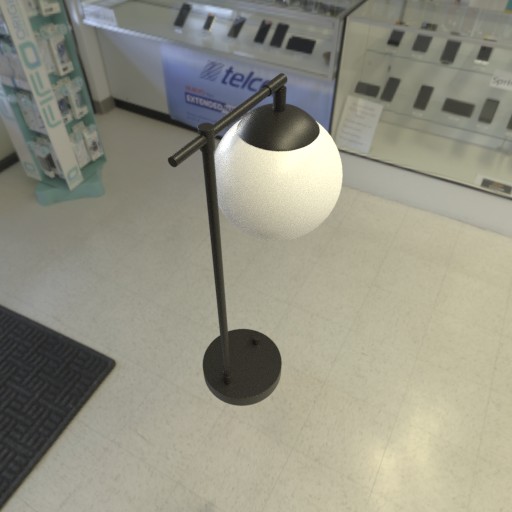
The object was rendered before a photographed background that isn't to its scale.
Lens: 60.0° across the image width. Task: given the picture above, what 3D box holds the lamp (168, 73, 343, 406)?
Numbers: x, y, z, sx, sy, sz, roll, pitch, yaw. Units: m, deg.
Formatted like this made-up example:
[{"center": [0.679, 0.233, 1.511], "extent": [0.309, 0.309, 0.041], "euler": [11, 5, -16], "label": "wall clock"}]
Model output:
[{"center": [0.000, 0.000, 0.722], "extent": [0.197, 0.559, 0.316], "euler": [24, 50, 22], "label": "lamp"}]
